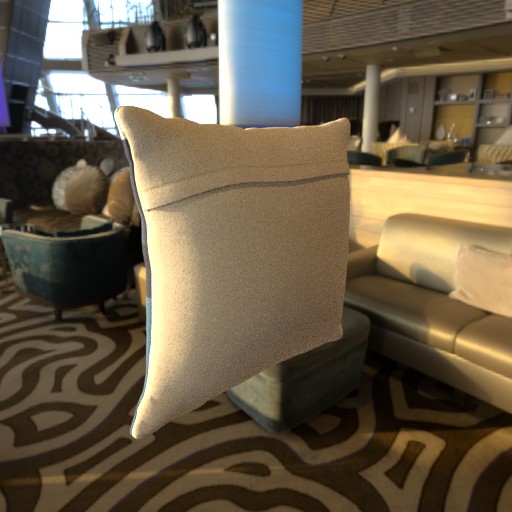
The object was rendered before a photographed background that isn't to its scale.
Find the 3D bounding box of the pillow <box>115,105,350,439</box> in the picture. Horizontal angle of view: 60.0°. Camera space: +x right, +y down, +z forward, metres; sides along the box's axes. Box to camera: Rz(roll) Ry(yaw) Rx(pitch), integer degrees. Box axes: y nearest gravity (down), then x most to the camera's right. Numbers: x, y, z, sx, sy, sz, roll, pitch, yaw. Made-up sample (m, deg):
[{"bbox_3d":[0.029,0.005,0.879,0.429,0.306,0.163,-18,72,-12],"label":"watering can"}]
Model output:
[{"bbox_3d":[0.000,0.000,0.809,0.536,0.506,0.229,-14,21,-41],"label":"pillow"}]
